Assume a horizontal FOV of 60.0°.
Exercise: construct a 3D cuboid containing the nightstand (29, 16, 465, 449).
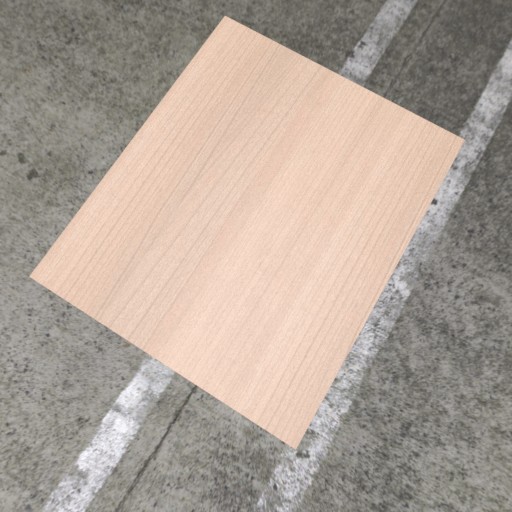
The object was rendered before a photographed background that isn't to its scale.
[{"bbox_3d":[0.000,0.000,0.826,0.380,0.530,0.450,31,78,7],"label":"nightstand"}]
